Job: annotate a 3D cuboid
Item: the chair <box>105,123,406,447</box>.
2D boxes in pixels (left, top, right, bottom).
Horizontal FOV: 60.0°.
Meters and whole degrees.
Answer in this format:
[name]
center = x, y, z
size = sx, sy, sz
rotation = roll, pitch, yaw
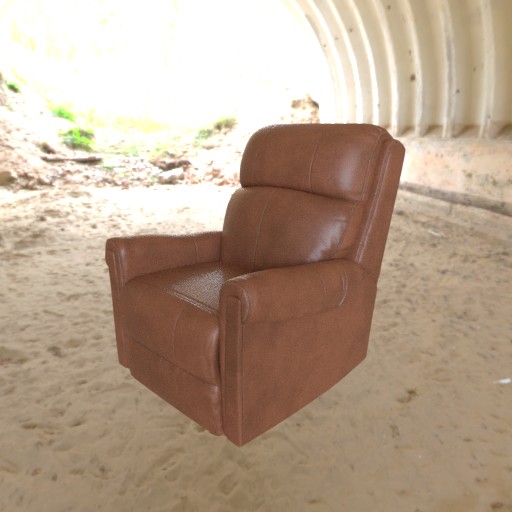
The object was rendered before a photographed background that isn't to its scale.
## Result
[chair]
center = 0.000, 0.000, 1.830
size = 0.838, 1.054, 1.014
rotation = 15, 22, 42
